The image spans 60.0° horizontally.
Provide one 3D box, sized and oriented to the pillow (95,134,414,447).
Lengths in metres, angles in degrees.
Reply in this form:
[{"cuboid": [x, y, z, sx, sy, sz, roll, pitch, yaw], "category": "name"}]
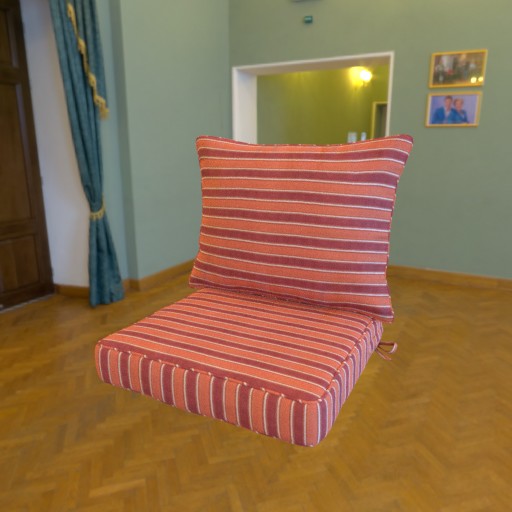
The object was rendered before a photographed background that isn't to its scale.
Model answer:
[{"cuboid": [0.000, 0.000, 1.357, 0.799, 0.723, 0.733, 7, 16, 26], "category": "pillow"}]
